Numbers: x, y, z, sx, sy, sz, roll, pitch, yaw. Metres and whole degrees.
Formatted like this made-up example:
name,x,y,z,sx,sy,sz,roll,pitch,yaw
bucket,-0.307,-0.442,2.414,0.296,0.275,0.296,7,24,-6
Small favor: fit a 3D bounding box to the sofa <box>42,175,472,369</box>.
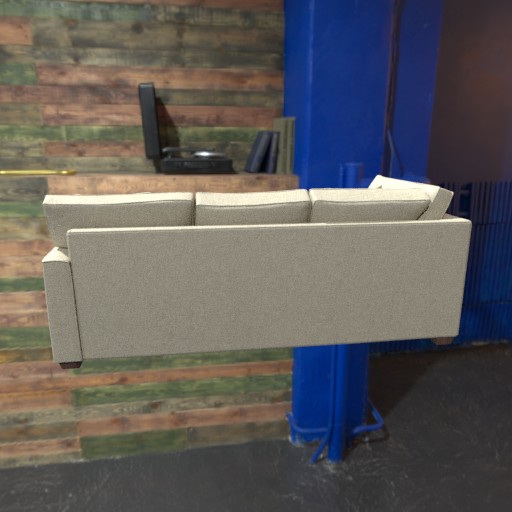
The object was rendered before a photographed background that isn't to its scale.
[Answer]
name,x,y,z,sx,sy,sz,roll,pitch,yaw
sofa,0.000,0.000,2.886,2.323,0.948,1.053,-2,15,-8
